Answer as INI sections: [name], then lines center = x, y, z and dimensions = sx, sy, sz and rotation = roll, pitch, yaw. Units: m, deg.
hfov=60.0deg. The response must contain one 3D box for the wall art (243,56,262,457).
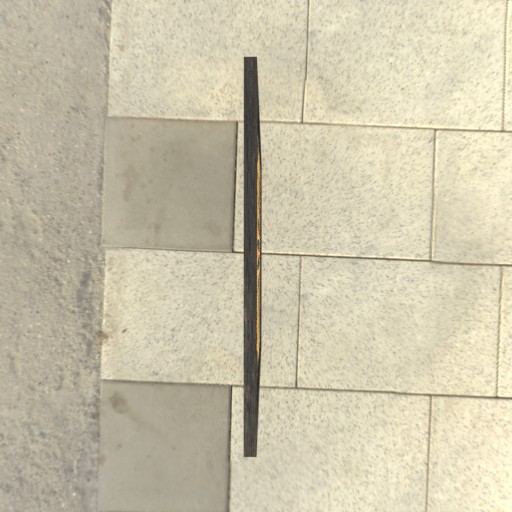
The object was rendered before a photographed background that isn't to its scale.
[wall art]
center = 0.000, 0.000, 1.432
dimensions = 0.029, 1.066, 0.812
rotation = 0, 90, 1
